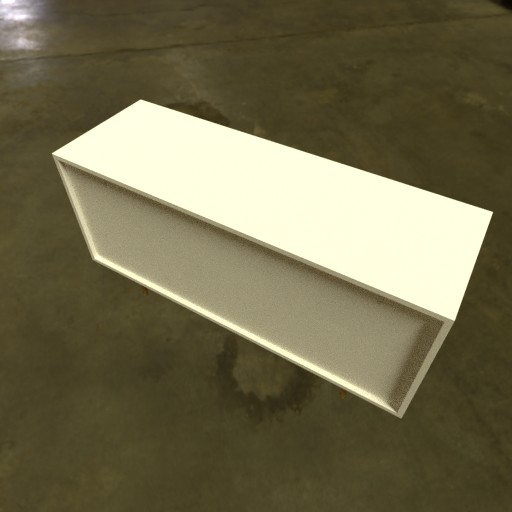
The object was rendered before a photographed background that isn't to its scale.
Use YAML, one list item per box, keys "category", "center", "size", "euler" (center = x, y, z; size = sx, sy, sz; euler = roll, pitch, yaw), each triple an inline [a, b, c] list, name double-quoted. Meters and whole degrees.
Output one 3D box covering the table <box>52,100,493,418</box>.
- category: "table"
  center: [0.000, 0.000, 1.840]
  size: [1.500, 0.769, 0.508]
  euler: [23, 50, 21]
